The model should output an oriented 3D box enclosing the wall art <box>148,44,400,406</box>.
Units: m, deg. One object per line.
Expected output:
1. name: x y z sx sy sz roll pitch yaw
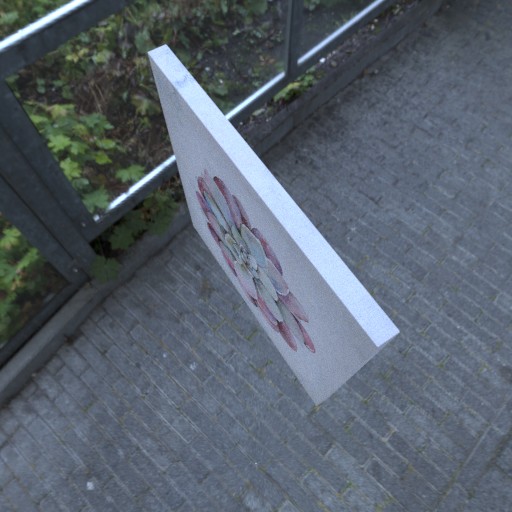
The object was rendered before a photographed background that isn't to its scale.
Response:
1. wall art: 0.000 0.000 0.924 0.044 0.605 0.605 -31 69 -13
